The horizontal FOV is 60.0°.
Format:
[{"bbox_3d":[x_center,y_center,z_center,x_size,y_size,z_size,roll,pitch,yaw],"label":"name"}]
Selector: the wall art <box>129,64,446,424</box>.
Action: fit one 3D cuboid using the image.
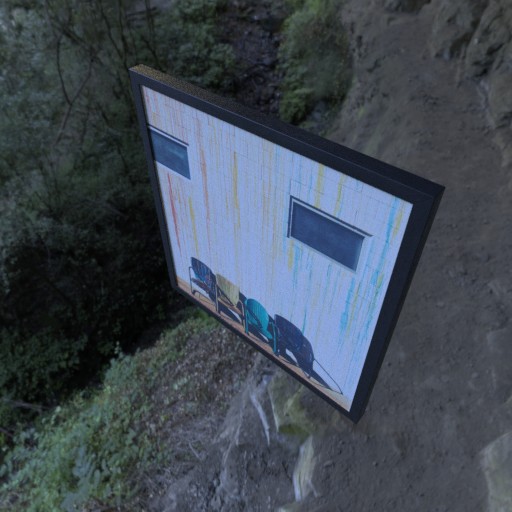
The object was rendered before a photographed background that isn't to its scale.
[{"bbox_3d":[0.000,0.000,1.133,0.763,0.763,0.039,31,52,28],"label":"wall art"}]
